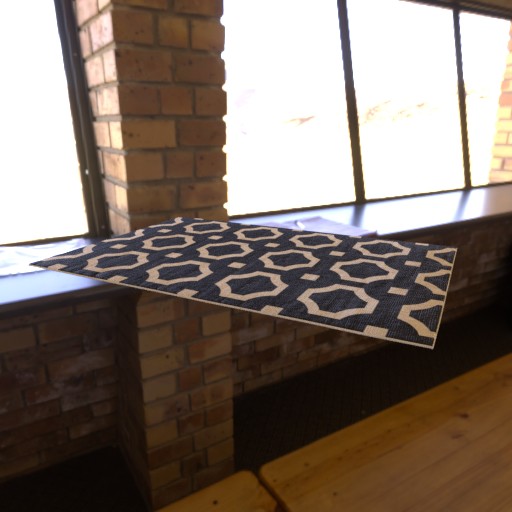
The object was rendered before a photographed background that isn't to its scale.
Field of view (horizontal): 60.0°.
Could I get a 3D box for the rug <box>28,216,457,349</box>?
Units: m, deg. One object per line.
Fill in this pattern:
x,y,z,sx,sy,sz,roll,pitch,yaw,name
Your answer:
0.000,0.000,2.837,2.286,0.016,1.555,8,19,25,rug
